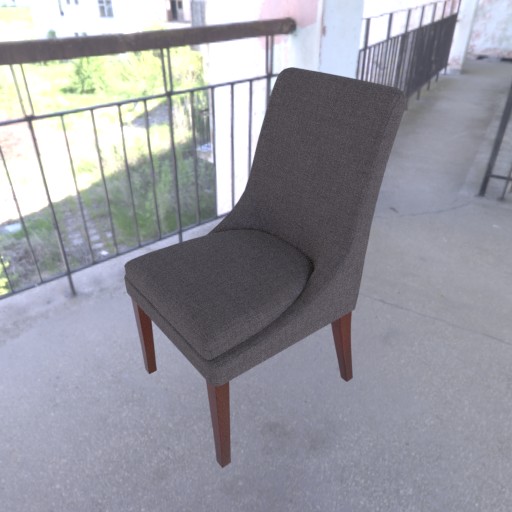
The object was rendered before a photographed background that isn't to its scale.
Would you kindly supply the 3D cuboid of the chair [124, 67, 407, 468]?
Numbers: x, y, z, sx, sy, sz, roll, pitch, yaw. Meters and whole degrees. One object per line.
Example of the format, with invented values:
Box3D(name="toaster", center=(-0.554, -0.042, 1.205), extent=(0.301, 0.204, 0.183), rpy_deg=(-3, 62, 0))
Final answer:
Box3D(name="chair", center=(0.000, 0.000, 1.334), extent=(0.655, 0.952, 0.508), rpy_deg=(-23, 39, -32))
